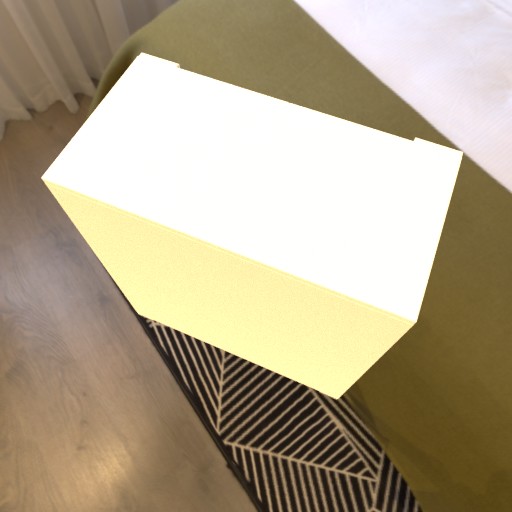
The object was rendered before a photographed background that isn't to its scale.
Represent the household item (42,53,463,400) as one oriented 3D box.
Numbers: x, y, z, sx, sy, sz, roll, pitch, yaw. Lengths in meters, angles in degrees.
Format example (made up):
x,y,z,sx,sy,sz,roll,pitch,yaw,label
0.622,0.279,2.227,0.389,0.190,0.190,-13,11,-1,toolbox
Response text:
x,y,z,sx,sy,sz,roll,pitch,yaw,label
0.000,0.000,1.333,0.800,0.870,0.420,21,65,10,household item
